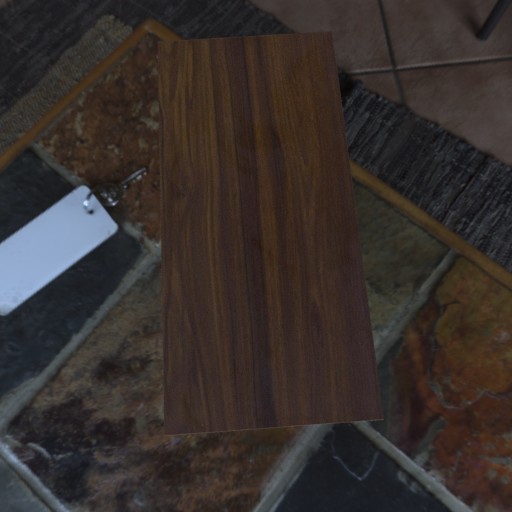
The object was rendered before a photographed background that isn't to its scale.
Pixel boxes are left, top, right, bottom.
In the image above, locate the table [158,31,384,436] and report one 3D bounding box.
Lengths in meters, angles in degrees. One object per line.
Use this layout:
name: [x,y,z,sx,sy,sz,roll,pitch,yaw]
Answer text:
table: [0.000,0.000,1.215,0.390,0.725,0.802,-4,76,-1]
